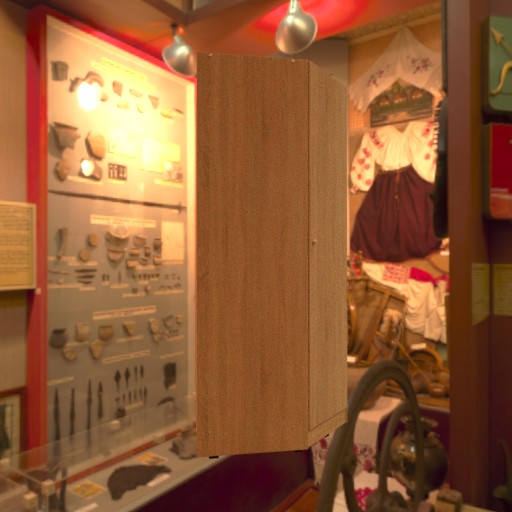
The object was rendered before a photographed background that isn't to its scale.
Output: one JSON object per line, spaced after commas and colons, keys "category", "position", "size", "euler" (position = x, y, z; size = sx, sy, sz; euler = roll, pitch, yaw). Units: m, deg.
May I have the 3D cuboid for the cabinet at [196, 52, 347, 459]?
{"category": "cabinet", "position": [0.000, 0.000, 2.900], "size": [1.094, 2.120, 1.327], "euler": [0, -1, 37]}
